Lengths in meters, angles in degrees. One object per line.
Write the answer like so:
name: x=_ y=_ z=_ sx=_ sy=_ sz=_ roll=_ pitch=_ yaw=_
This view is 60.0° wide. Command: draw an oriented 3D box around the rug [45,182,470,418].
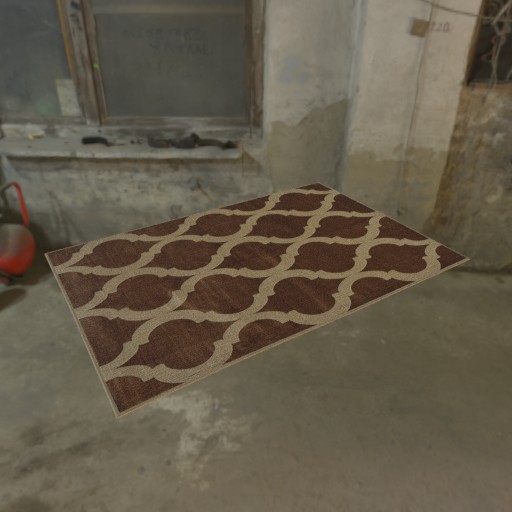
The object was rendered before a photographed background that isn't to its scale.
rug: x=0.000 y=0.000 z=2.854 sx=2.290 sy=0.014 sz=1.526 roll=-18 pitch=36 yaw=-27
